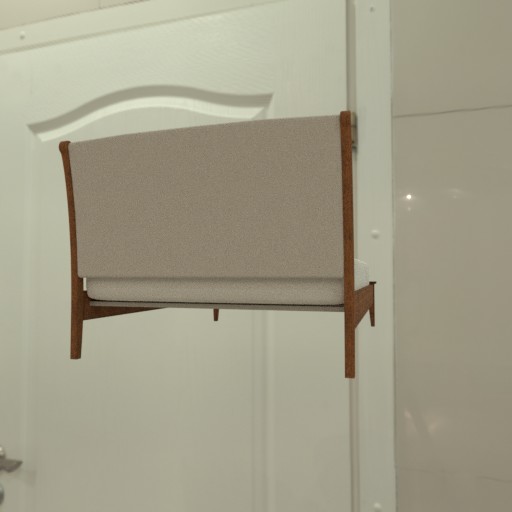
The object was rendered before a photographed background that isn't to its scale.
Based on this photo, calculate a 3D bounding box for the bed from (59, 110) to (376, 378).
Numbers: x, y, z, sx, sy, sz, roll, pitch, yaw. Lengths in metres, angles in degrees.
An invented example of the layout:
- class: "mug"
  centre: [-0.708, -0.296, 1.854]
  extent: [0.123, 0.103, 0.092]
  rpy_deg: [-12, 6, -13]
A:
- class: "bed"
  centre: [0.000, 0.000, 3.021]
  extent: [1.502, 1.135, 2.108]
  rpy_deg: [-1, -2, 17]
